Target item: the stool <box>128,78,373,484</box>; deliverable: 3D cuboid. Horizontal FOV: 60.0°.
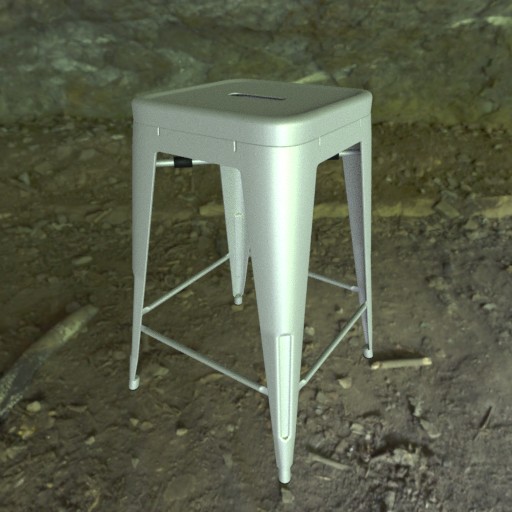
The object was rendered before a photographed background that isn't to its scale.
[{"bbox_3d":[0.000,0.000,0.874,0.410,0.608,0.410,18,34,30],"label":"stool"}]
